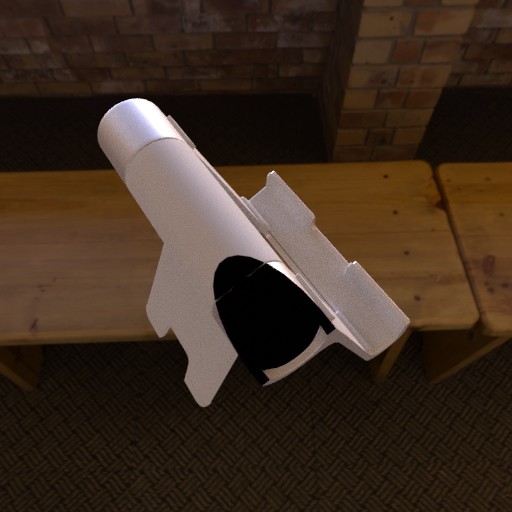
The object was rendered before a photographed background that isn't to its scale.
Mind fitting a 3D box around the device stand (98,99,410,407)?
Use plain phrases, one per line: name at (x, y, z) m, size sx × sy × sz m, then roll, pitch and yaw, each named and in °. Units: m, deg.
device stand at (0.000, 0.000, 0.149) m, size 0.079 × 0.084 × 0.086 m, roll -29°, pitch 63°, yaw -17°
